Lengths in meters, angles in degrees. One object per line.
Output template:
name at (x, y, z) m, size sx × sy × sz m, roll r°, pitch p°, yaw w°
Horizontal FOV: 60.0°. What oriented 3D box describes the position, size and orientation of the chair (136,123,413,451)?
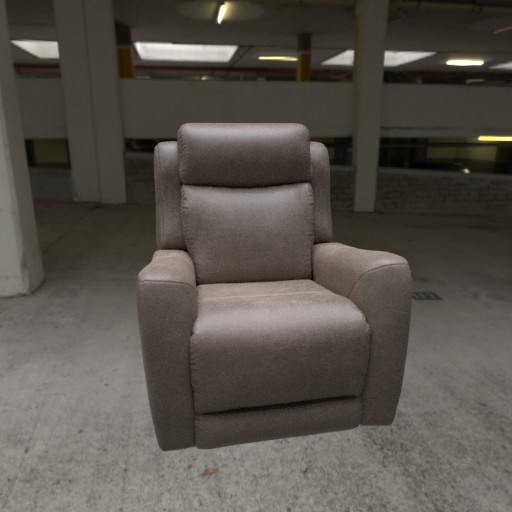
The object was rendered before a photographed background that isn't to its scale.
chair at (0.000, 0.000, 1.922) m, size 0.967 × 1.116 × 1.068 m, roll -3°, pitch 16°, yaw -9°
